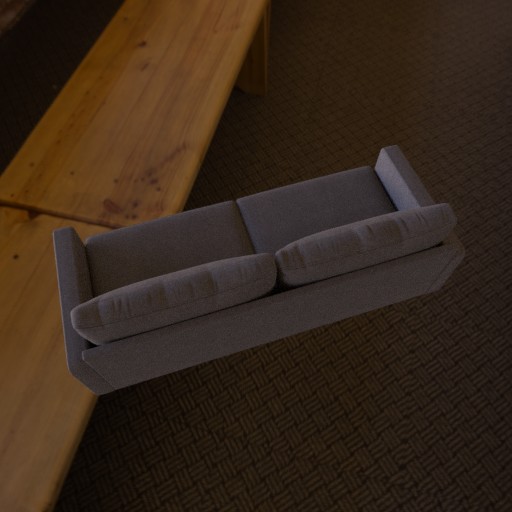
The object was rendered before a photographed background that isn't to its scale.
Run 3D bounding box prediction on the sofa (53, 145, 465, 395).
[{"bbox_3d":[0.000,0.000,2.568,2.100,0.880,0.880,-16,61,-9],"label":"sofa"}]
